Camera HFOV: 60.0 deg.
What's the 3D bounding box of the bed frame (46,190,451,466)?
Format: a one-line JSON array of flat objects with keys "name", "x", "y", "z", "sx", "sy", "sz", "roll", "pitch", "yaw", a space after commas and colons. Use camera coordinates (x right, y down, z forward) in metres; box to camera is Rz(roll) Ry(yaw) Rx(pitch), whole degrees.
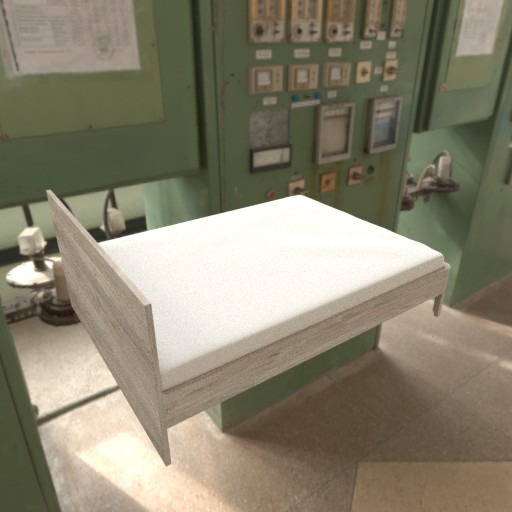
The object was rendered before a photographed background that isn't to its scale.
[{"name": "bed frame", "x": 0.000, "y": 0.000, "z": 2.718, "sx": 1.950, "sy": 0.800, "sz": 1.490, "roll": -17, "pitch": 31, "yaw": -31}]
